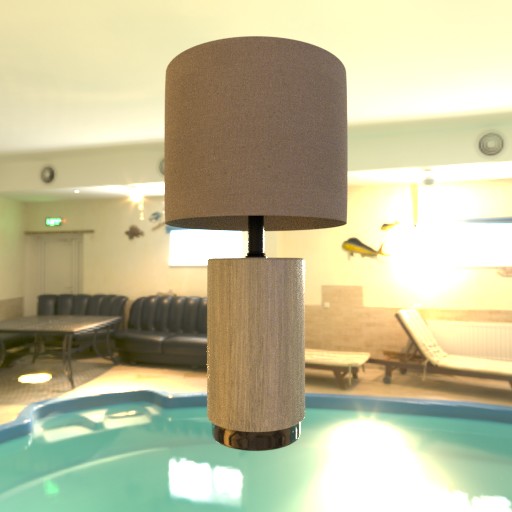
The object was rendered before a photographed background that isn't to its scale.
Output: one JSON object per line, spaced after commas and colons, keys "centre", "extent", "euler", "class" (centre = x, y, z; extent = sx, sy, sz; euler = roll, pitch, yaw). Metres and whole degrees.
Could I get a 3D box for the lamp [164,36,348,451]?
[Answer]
{"centre": [0.000, 0.000, 0.561], "extent": [0.228, 0.444, 0.228], "euler": [0, -1, -2], "class": "lamp"}
